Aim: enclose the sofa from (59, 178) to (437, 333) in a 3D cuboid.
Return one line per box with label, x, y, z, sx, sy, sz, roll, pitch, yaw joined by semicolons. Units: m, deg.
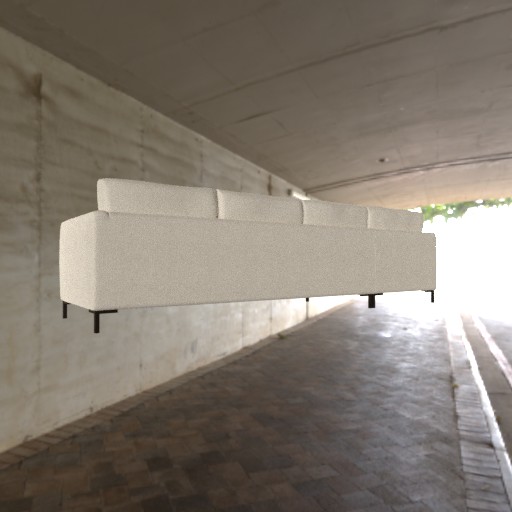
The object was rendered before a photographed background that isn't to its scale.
sofa;0.000;0.000;3.842;3.186;0.875;1.467;1;-1;-35
